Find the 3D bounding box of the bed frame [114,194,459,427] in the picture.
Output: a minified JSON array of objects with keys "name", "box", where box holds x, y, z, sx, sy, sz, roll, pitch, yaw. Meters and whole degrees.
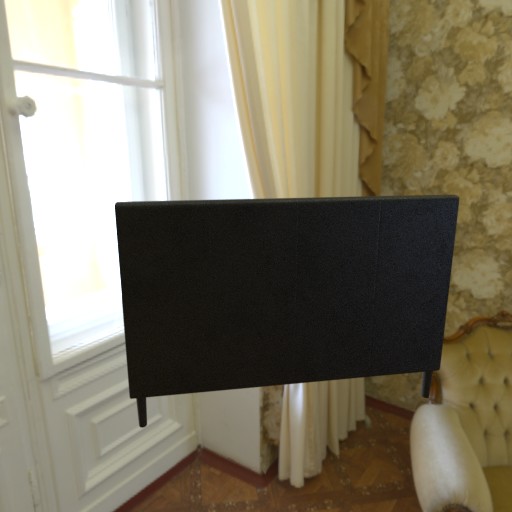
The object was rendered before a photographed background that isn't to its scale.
[{"name":"bed frame","box":[0.000,0.000,3.277,1.634,1.127,2.318,-2,15,-9]}]
